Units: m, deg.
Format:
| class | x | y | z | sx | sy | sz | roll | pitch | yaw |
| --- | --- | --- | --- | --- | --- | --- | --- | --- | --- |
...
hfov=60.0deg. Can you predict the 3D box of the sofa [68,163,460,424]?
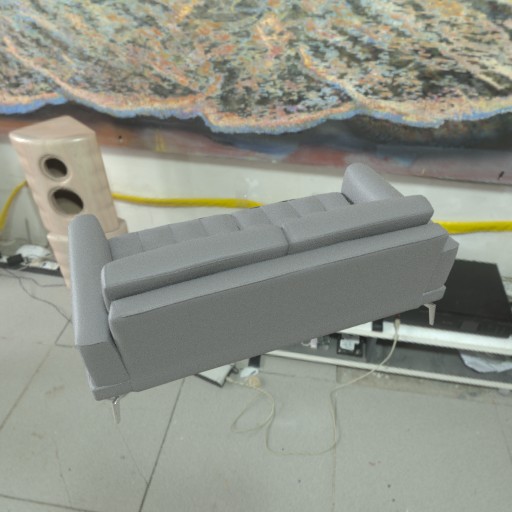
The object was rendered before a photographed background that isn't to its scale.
| class | x | y | z | sx | sy | sz | roll | pitch | yaw |
| --- | --- | --- | --- | --- | --- | --- | --- | --- | --- |
| sofa | 0.000 | 0.000 | 2.739 | 2.177 | 0.930 | 1.121 | -13 | 42 | -15 |
